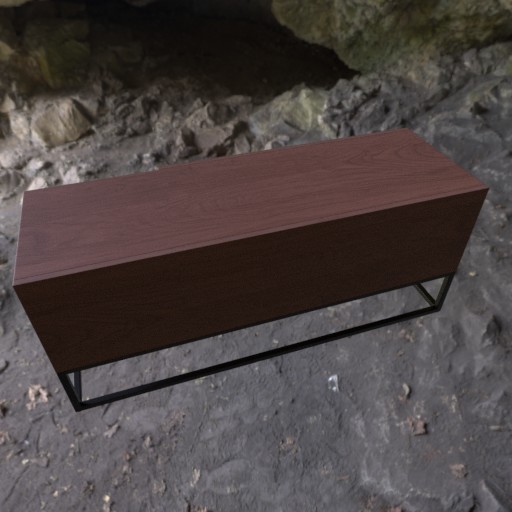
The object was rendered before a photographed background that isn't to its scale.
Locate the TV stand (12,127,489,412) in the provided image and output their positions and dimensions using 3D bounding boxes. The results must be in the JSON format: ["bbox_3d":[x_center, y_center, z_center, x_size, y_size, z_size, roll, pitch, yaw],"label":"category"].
[{"bbox_3d":[0.000,0.000,1.371,1.200,0.500,0.415,-12,42,-14],"label":"TV stand"}]
